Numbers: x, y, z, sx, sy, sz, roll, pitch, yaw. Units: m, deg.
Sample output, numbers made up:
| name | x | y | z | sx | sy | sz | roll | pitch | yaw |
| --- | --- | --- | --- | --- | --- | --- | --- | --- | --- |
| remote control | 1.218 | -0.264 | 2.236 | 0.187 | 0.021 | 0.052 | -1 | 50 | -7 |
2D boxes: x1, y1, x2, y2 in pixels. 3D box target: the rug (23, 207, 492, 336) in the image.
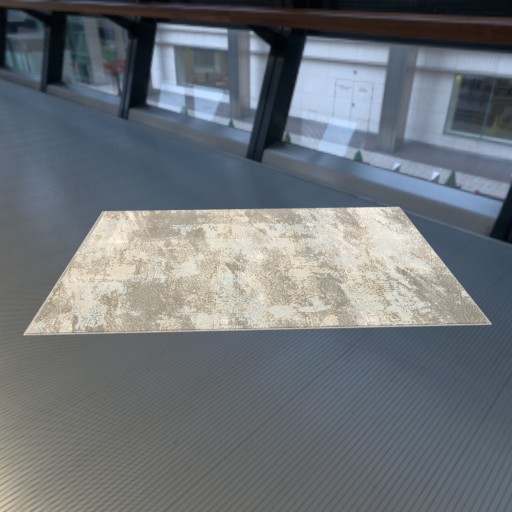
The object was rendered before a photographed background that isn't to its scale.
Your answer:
| name | x | y | z | sx | sy | sz | roll | pitch | yaw |
| --- | --- | --- | --- | --- | --- | --- | --- | --- | --- |
| rug | 0.000 | 0.000 | 2.962 | 2.431 | 0.012 | 1.536 | -1 | 30 | -2 |
